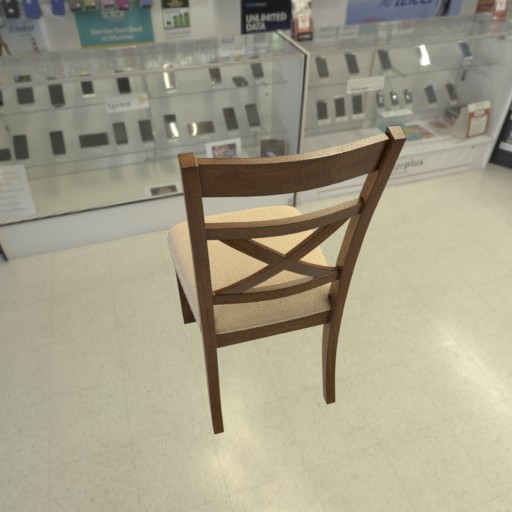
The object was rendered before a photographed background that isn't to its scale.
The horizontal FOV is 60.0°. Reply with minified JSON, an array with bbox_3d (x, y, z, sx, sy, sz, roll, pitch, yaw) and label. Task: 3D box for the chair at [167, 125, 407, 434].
[{"bbox_3d":[0.000,0.000,1.259,0.461,0.949,0.581,-11,42,-12],"label":"chair"}]
